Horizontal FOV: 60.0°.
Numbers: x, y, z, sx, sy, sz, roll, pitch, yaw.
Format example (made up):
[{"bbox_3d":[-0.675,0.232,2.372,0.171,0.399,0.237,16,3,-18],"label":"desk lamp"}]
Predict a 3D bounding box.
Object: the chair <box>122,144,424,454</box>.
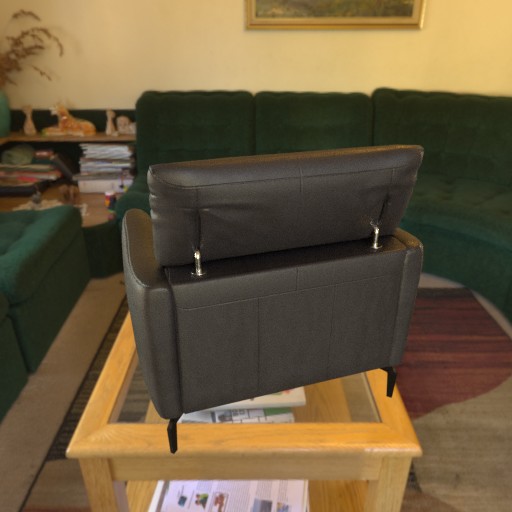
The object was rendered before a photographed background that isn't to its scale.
[{"bbox_3d":[0.000,0.000,1.696,0.976,0.949,0.809,-8,28,-16],"label":"chair"}]
